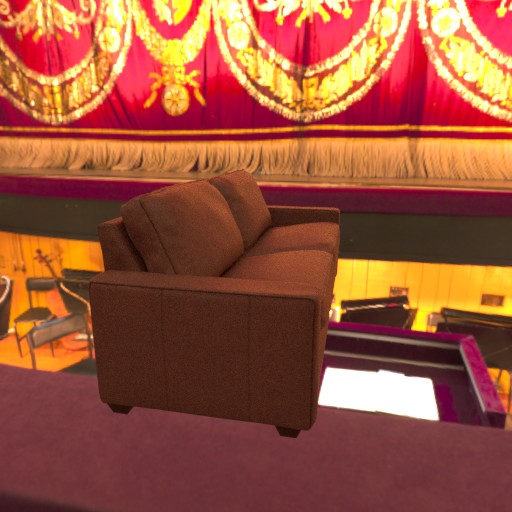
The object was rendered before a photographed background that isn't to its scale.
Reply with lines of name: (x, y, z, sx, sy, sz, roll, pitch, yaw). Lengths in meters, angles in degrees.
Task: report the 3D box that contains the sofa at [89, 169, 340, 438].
sofa: (0.000, 0.000, 2.622, 0.940, 0.919, 2.080, 3, 15, 12)
